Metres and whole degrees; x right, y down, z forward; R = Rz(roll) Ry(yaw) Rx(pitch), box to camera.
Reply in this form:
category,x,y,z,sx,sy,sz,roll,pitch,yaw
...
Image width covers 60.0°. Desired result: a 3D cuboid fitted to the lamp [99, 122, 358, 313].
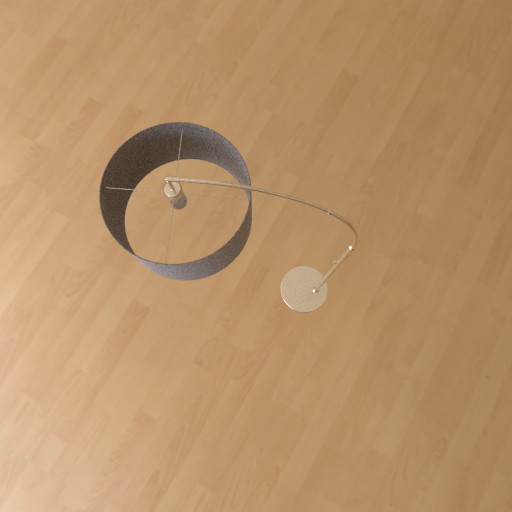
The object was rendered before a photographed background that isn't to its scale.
category,x,y,z,sx,sy,sz,roll,pitch,yaw
lamp,0.000,0.000,2.068,0.934,1.735,0.452,4,77,1
